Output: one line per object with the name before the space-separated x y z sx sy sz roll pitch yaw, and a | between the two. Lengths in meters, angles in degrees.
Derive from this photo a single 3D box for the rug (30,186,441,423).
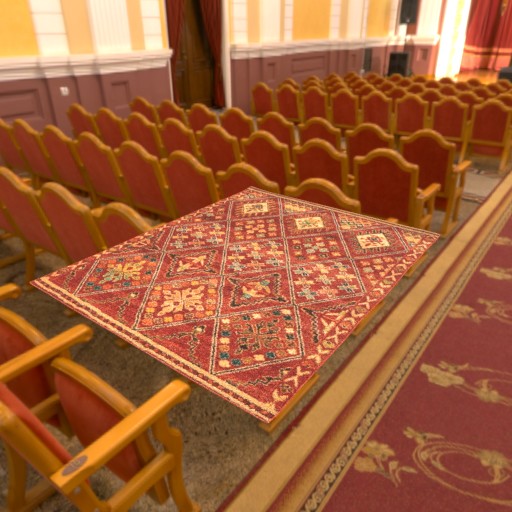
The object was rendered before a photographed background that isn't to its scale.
rug | 0.000 0.000 4.165 2.489 0.030 3.086 19 33 32
